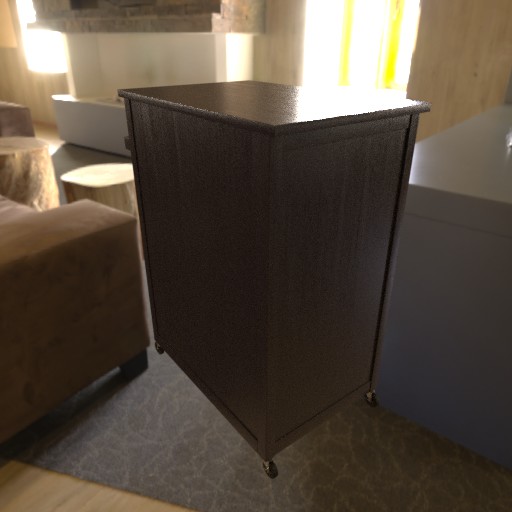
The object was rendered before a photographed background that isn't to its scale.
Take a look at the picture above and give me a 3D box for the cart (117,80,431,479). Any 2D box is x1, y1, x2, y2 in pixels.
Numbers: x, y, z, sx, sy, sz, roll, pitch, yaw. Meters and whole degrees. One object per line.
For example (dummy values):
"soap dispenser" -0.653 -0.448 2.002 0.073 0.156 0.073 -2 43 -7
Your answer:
"cart" 0.000 0.000 1.276 0.449 0.878 0.690 -19 32 -33
